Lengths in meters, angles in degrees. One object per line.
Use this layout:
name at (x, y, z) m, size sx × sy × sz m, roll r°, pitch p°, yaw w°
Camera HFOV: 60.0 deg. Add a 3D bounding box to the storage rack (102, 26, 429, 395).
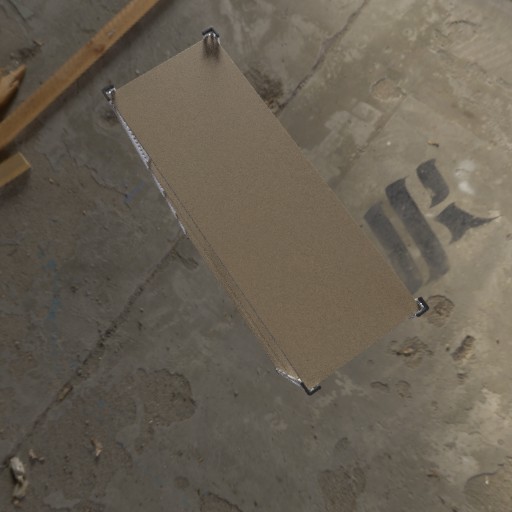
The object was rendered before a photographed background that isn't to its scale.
storage rack at (0.000, 0.000, 2.323) m, size 0.457 × 1.829 × 1.219 m, roll -34°, pitch 79°, yaw -7°
